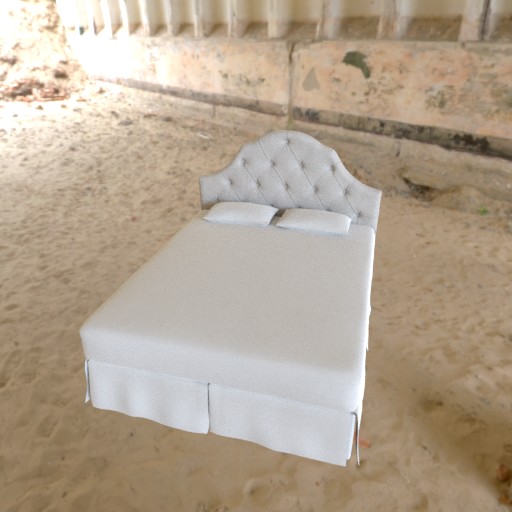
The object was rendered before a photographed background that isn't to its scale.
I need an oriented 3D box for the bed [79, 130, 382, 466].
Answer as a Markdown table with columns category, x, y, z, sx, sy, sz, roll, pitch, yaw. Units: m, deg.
| category | x | y | z | sx | sy | sz | roll | pitch | yaw |
| --- | --- | --- | --- | --- | --- | --- | --- | --- | --- |
| bed | 0.000 | 0.000 | 3.765 | 2.039 | 1.617 | 2.477 | 7 | 28 | 14 |
